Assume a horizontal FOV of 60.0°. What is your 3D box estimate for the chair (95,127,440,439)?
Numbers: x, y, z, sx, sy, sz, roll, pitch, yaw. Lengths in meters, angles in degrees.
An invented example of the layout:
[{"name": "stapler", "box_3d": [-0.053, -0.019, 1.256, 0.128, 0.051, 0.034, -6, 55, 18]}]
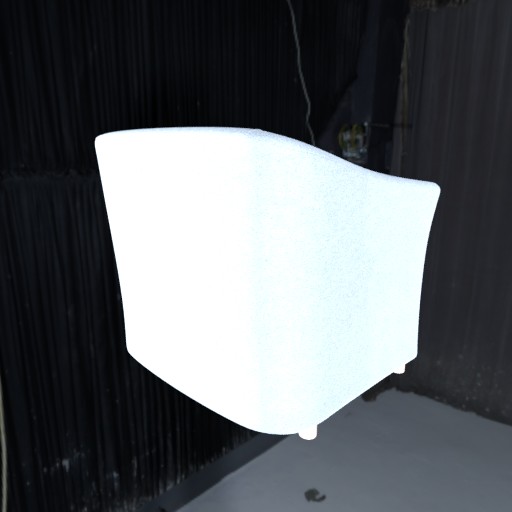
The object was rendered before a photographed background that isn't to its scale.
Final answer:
[{"name": "chair", "box_3d": [0.000, 0.000, 1.327, 0.790, 0.720, 0.700, 14, 20, 43]}]
